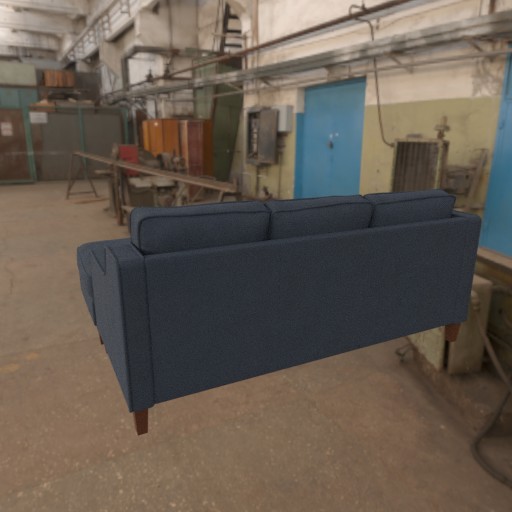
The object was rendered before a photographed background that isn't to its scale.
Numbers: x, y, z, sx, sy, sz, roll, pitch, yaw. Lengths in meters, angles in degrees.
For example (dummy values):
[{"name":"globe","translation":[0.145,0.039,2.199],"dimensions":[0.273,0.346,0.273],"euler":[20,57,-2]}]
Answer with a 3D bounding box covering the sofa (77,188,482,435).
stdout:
[{"name":"sofa","translation":[0.000,0.000,3.223],"dimensions":[2.317,1.066,1.858],"euler":[-8,18,-26]}]
